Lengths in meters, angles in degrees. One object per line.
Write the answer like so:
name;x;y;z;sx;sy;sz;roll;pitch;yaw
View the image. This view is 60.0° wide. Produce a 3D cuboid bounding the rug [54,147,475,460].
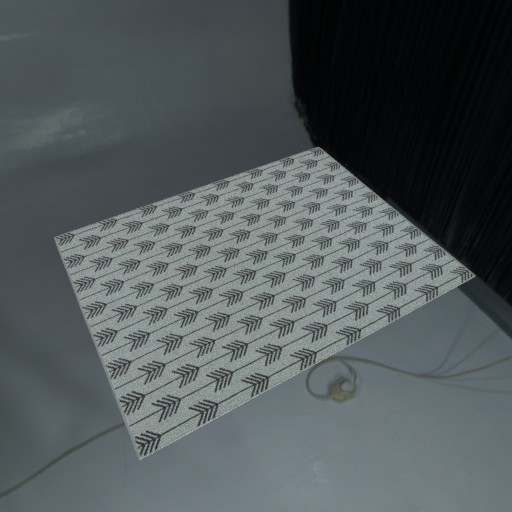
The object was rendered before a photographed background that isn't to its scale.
rug;0.000;0.000;4.012;3.061;0.010;2.330;-23;51;-20
